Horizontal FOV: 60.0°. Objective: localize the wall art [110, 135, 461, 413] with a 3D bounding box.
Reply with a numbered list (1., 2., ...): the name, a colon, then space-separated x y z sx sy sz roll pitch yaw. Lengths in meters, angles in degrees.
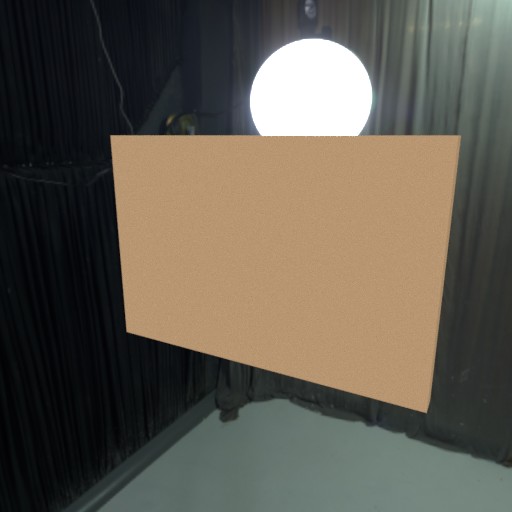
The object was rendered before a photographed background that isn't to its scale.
1. wall art: 0.000 0.000 0.776 0.609 0.407 0.039 8 17 27
